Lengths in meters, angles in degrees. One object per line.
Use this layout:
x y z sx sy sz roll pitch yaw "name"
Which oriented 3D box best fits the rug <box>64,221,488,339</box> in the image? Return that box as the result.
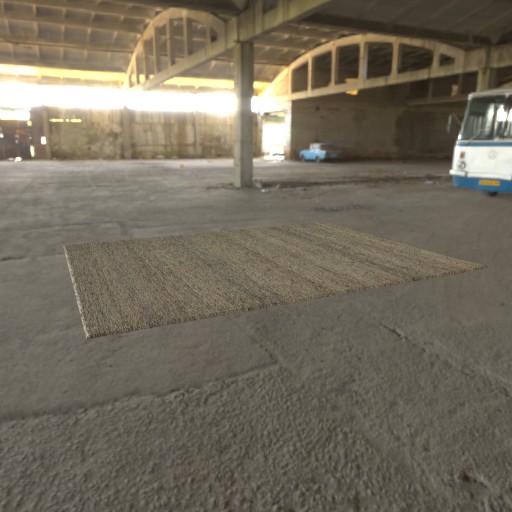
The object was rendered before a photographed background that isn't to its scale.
0.000 0.000 4.135 3.199 0.036 2.414 -7 16 -25 "rug"
